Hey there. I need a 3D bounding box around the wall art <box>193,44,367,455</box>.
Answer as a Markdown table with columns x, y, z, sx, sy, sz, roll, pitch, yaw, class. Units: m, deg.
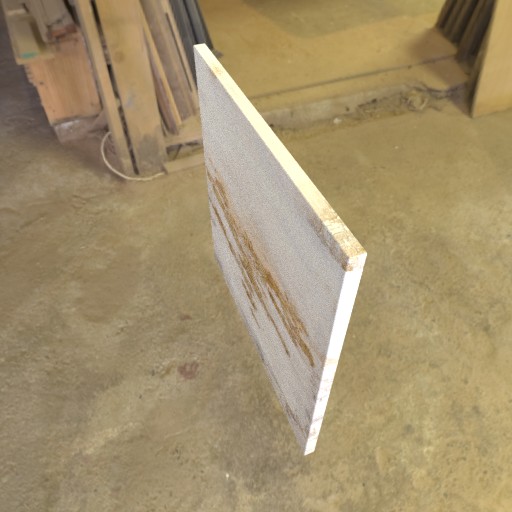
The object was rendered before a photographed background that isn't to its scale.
| x | y | z | sx | sy | sz | roll | pitch | yaw | class |
| --- | --- | --- | --- | --- | --- | --- | --- | --- | --- |
| 0.000 | 0.000 | 1.501 | 0.040 | 1.018 | 1.015 | -16 | 49 | -14 | wall art |
